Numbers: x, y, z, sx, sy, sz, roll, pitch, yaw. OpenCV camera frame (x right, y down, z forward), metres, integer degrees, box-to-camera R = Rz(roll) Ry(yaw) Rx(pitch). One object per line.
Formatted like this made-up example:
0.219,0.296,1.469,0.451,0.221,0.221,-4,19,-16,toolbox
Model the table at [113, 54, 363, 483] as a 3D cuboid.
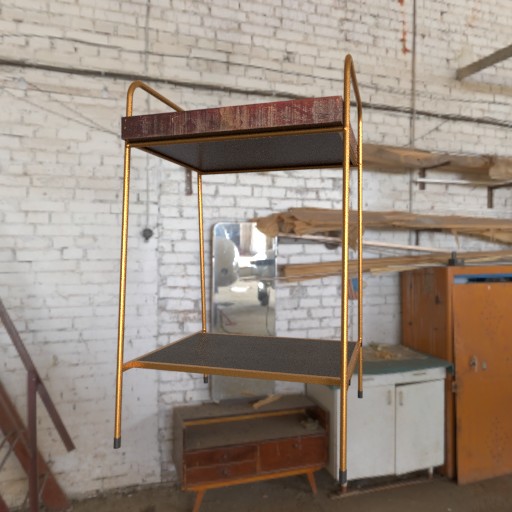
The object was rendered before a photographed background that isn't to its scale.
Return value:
0.000,0.000,0.960,0.430,0.710,0.430,0,1,17,table
